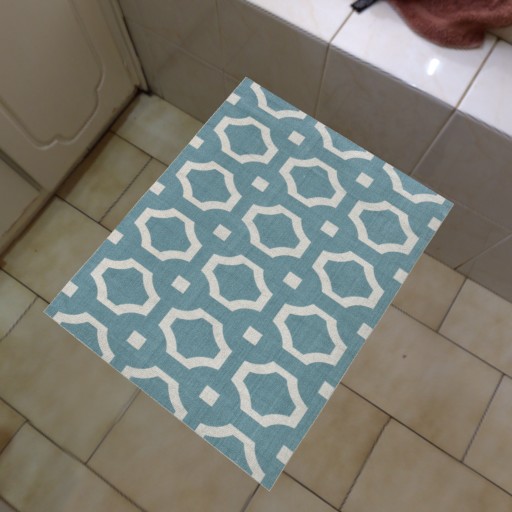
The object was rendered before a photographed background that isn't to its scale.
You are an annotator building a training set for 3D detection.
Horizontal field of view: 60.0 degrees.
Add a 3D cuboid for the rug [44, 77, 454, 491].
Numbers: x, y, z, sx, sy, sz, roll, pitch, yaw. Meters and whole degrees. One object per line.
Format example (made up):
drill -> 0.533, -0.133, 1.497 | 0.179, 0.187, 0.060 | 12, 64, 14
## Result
rug -> 0.000, 0.000, 4.082 | 2.466, 0.021, 3.049 | 35, 76, 10
